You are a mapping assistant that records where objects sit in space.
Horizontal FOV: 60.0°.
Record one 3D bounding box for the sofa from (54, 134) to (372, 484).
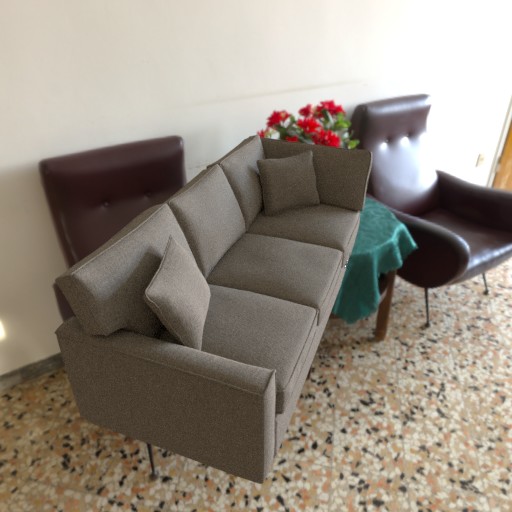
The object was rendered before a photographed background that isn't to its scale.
[{"bbox_3d":[0.000,0.000,2.793,1.061,0.962,2.317,11,33,18],"label":"sofa"}]
